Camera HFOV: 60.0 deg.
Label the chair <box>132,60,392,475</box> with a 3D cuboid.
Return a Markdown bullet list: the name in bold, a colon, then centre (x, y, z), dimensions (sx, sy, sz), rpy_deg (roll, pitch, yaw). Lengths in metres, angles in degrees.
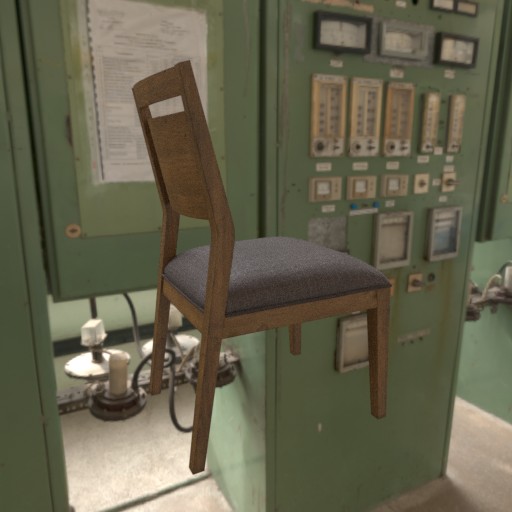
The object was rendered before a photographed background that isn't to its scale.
- **chair**: centre (0.000, 0.000, 1.276), dimensions (0.610, 0.939, 0.501), rpy_deg (-7, 15, -26)
